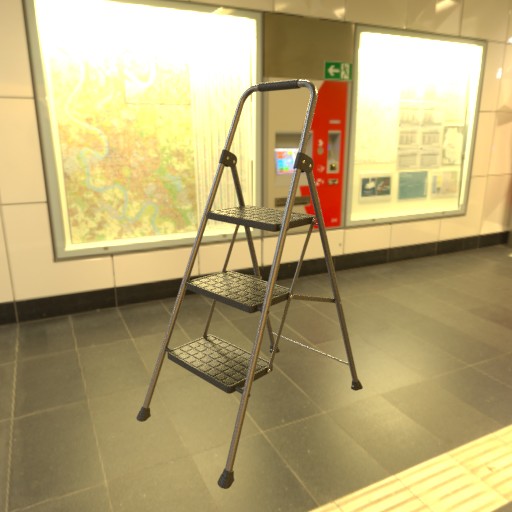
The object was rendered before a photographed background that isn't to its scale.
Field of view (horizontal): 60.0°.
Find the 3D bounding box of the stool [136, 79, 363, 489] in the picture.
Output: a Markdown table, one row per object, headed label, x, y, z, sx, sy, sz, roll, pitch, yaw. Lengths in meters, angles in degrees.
| label | x | y | z | sx | sy | sz | roll | pitch | yaw |
| --- | --- | --- | --- | --- | --- | --- | --- | --- | --- |
| stool | 0.000 | 0.000 | 1.496 | 0.473 | 1.121 | 0.733 | 15 | 21 | 42 |
